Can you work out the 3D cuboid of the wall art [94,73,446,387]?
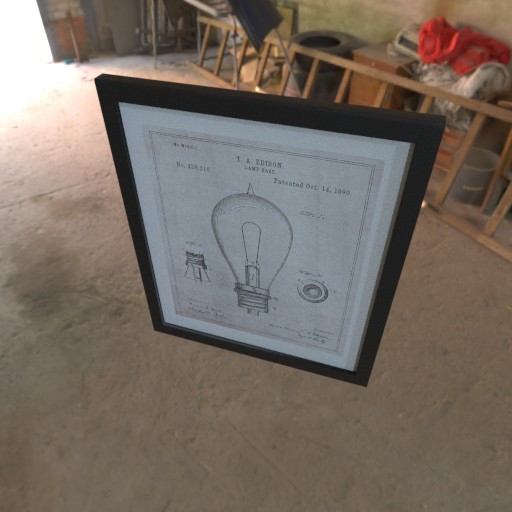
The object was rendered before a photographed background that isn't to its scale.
[{"bbox_3d":[0.000,0.000,0.695,0.430,0.509,0.021,12,43,13],"label":"wall art"}]
